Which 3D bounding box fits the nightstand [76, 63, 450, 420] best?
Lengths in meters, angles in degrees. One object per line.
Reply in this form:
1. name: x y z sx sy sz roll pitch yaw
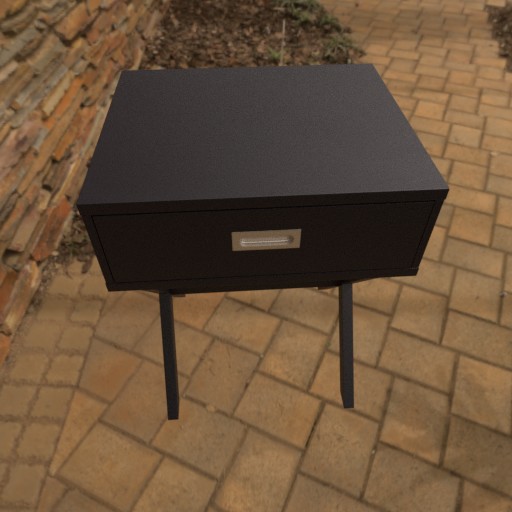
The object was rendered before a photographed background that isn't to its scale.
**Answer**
1. nightstand: 0.000 0.000 0.927 0.479 0.623 0.402 -3 45 -3
